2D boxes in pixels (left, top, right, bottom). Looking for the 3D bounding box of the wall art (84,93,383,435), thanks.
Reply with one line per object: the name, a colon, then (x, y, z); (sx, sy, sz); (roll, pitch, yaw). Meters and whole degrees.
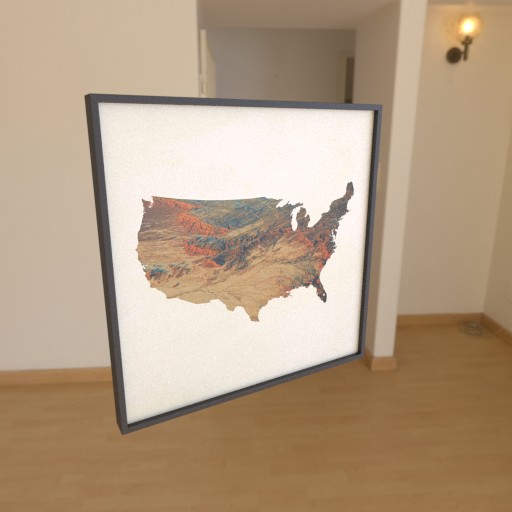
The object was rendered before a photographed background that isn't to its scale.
wall art: (0.000, 0.000, 0.766); (0.507, 0.507, 0.038); (-9, 18, -29)
